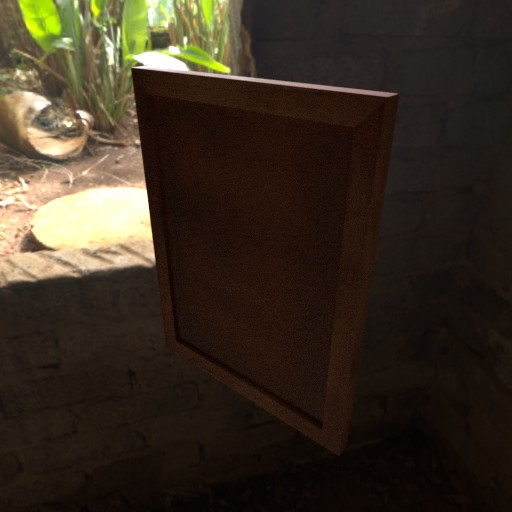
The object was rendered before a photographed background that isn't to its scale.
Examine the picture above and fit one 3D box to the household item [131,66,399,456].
[{"bbox_3d":[0.000,0.000,0.536,0.310,0.407,0.067,22,36,34],"label":"household item"}]
